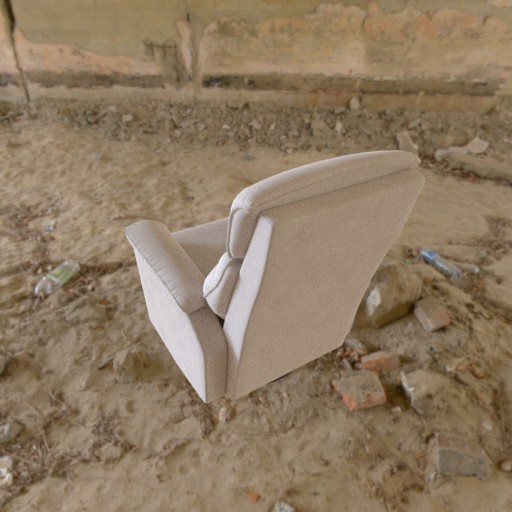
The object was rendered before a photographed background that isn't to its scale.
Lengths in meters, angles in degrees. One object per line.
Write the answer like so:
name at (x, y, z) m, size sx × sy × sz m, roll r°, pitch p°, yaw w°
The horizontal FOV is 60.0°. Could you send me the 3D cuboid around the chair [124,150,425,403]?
chair at (0.000, 0.000, 1.774) m, size 0.820 × 1.039 × 1.001 m, roll -19°, pitch 37°, yaw -28°
